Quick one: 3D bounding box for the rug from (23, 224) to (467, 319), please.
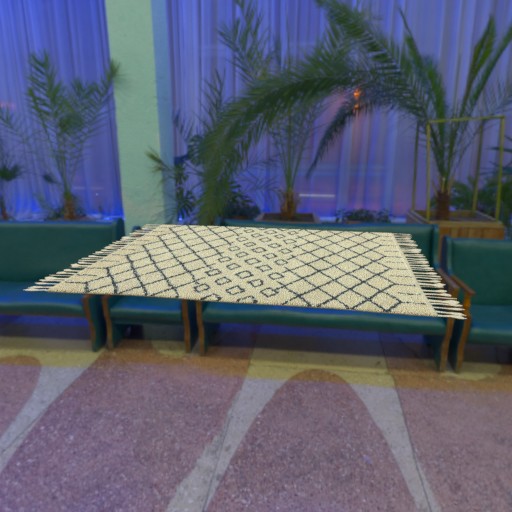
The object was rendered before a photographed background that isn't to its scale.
[{"bbox_3d":[0.000,0.000,4.230,3.213,0.030,2.388,3,16,9],"label":"rug"}]
